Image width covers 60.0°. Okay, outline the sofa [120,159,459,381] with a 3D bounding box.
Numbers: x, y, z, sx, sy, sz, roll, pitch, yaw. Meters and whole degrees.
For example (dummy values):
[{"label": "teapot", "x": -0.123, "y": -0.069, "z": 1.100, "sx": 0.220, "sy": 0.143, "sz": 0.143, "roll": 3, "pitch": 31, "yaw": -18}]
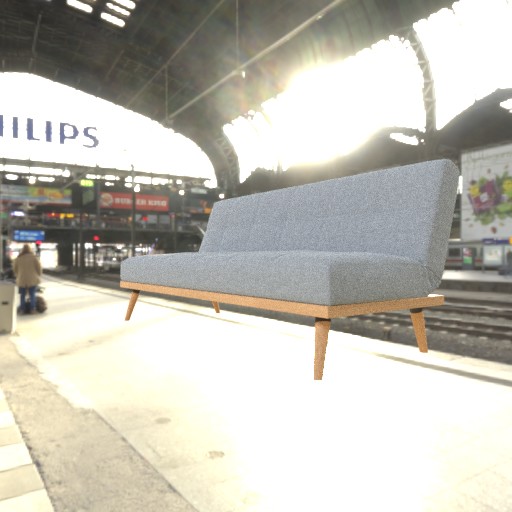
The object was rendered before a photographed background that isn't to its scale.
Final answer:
[{"label": "sofa", "x": 0.000, "y": 0.000, "z": 2.317, "sx": 0.800, "sy": 0.800, "sz": 1.820, "roll": 0, "pitch": 0, "yaw": -37}]
